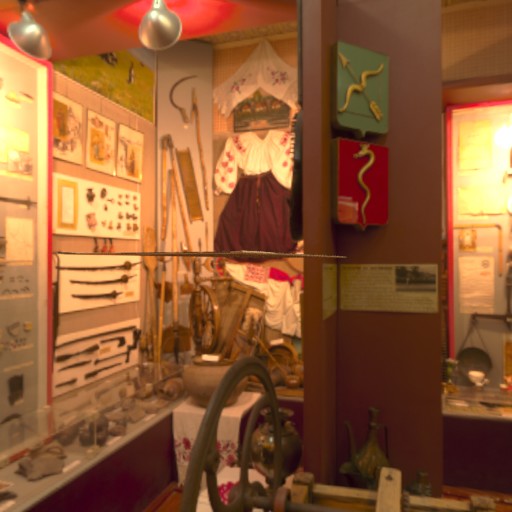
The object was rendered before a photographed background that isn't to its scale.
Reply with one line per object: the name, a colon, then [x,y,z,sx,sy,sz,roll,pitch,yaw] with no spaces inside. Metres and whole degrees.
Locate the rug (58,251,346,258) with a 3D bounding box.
rug: [0.000,0.000,2.740,0.768,0.011,2.446,0,-1,19]
